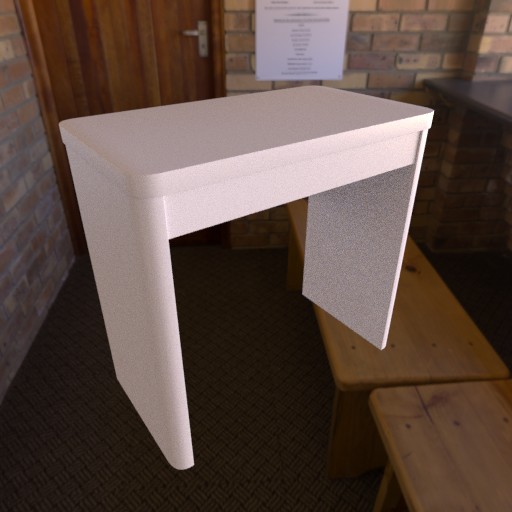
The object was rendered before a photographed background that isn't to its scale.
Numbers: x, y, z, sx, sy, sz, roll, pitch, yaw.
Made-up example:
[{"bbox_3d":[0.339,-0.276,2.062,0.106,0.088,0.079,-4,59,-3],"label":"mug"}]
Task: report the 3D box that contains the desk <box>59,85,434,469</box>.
[{"bbox_3d":[0.000,0.000,1.226,0.790,0.760,0.446,-20,36,-31],"label":"desk"}]
